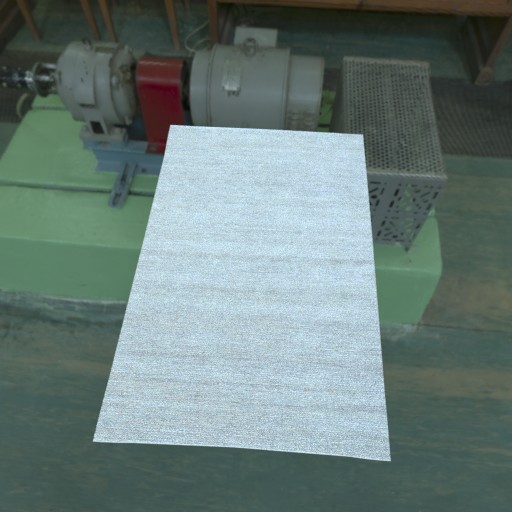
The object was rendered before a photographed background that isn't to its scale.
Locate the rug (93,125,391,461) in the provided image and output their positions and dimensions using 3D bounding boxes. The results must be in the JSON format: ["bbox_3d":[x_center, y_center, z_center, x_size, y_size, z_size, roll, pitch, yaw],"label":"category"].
[{"bbox_3d":[0.000,0.000,2.219,1.179,0.022,1.820,3,58,2],"label":"rug"}]
